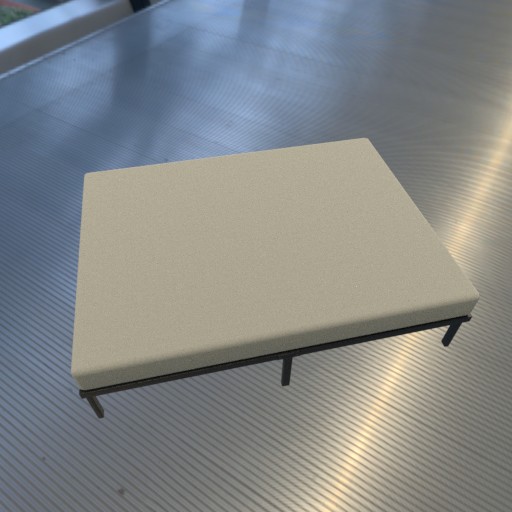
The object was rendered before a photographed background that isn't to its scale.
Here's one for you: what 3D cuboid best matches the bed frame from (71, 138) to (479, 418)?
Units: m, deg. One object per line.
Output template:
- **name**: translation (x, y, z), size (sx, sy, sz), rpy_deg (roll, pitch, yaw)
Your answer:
- **bed frame**: translation (0.000, 0.000, 3.606), size (2.635, 0.680, 1.990), rpy_deg (-9, 48, -9)
